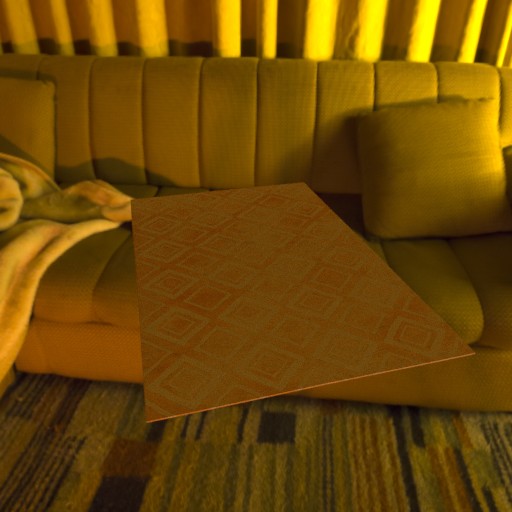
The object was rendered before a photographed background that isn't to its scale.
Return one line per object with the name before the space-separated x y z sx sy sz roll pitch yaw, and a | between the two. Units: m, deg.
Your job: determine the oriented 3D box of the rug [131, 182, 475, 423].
rug | 0.000 0.000 2.289 1.213 0.010 1.829 -8 31 -13
